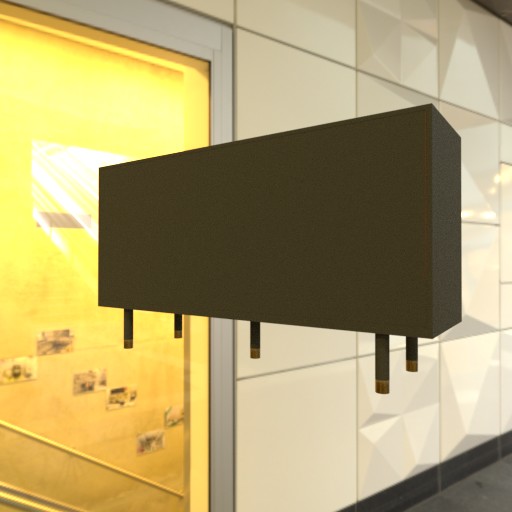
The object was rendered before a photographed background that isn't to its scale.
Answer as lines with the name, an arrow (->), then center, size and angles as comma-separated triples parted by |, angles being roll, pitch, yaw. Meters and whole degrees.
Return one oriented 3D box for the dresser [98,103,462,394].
dresser -> 0.000, 0.000, 1.909 | 1.558, 0.872, 0.463 | 0, -1, 35
